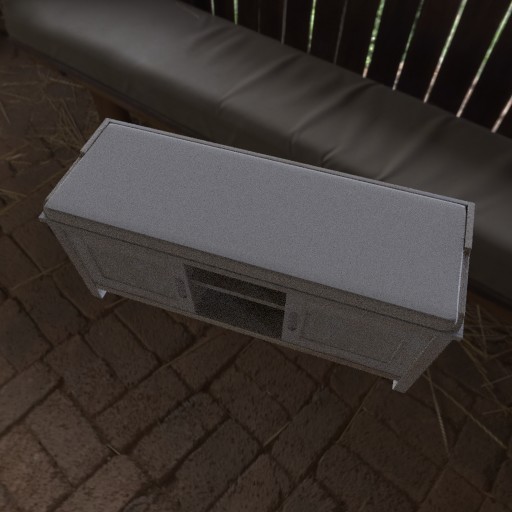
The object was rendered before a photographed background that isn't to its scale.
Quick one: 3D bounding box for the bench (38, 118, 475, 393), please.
[{"bbox_3d":[0.000,0.000,1.401,1.140,0.501,0.398,15,57,10],"label":"bench"}]
